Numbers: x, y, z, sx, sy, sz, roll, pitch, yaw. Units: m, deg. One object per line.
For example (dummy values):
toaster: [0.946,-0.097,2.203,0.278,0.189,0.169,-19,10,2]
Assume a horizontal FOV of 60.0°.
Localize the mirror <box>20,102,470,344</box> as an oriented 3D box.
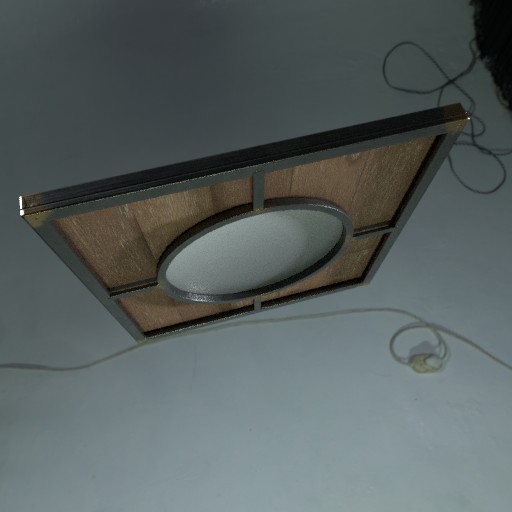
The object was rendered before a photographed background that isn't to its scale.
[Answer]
mirror: [0.000,0.000,0.539,0.382,0.381,0.020,-14,65,-7]
